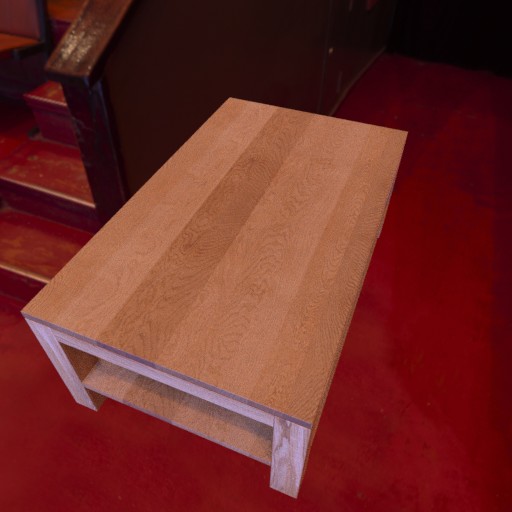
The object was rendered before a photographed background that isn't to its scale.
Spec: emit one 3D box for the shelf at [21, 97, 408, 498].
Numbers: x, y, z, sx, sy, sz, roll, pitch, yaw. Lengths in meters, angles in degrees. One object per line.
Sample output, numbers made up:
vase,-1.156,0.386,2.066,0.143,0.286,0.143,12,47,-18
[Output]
shelf,0.000,0.000,1.459,0.700,0.450,1.150,16,48,15
